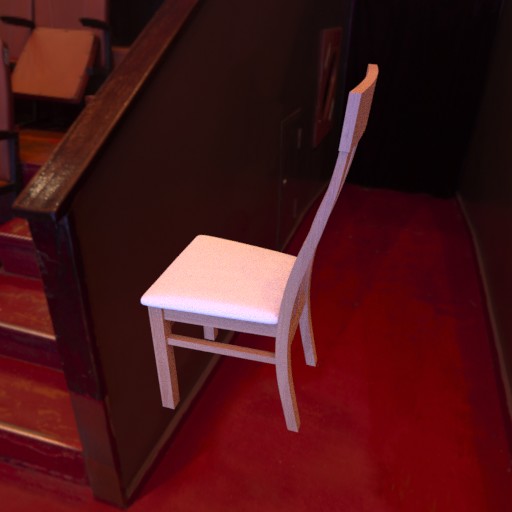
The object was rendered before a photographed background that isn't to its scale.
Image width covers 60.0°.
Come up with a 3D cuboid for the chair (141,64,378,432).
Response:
[{"bbox_3d":[0.000,0.000,1.353,0.580,1.050,0.450,9,31,15],"label":"chair"}]
